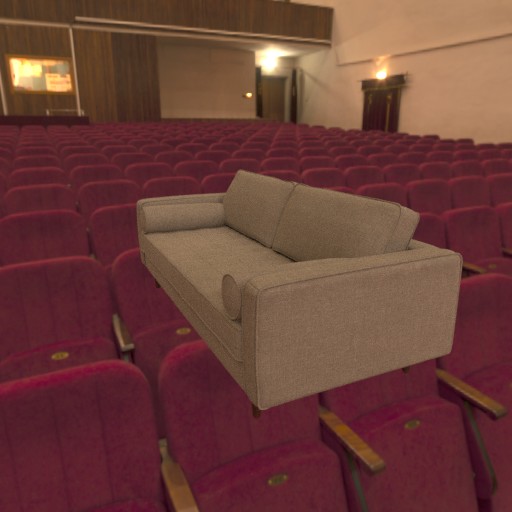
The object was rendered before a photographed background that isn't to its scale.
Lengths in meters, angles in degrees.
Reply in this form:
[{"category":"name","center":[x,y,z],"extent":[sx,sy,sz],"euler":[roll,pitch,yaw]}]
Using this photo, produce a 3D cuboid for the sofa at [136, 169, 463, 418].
[{"category":"sofa","center":[0.000,0.000,2.366],"extent":[0.914,0.762,1.879],"euler":[-8,18,-24]}]
